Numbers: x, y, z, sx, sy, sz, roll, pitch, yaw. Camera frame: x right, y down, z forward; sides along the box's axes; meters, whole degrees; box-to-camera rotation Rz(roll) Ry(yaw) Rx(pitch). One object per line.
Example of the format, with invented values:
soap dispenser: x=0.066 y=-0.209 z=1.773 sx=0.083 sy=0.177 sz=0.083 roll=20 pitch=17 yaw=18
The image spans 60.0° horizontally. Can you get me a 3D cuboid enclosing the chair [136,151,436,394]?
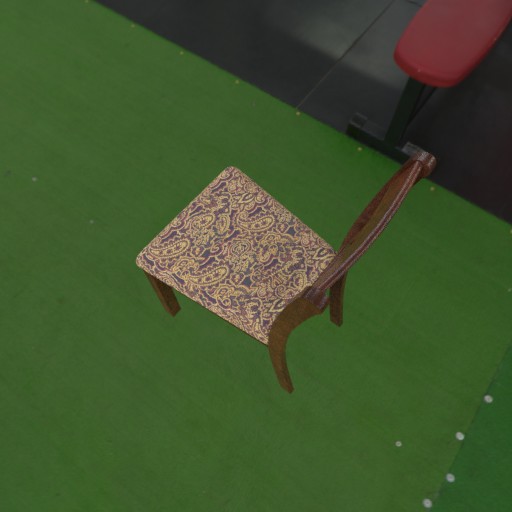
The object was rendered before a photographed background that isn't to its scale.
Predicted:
chair: x=0.000 y=0.000 z=1.289 sx=0.584 sy=0.965 sz=0.457 roll=36 pitch=69 yaw=16
